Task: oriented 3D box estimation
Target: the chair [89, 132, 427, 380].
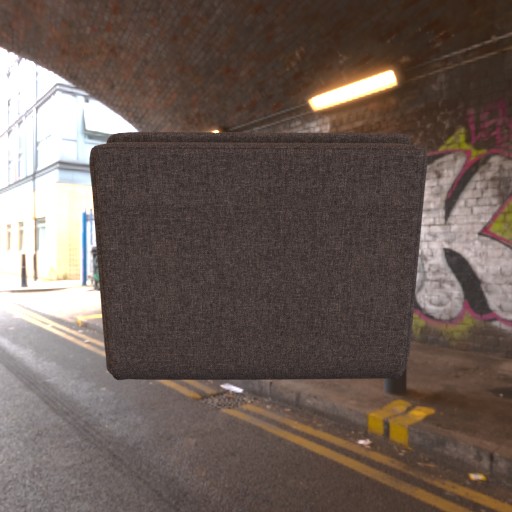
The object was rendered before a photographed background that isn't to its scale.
[{"bbox_3d":[0.000,0.000,1.328,0.740,0.615,0.800,0,1,-1],"label":"chair"}]
